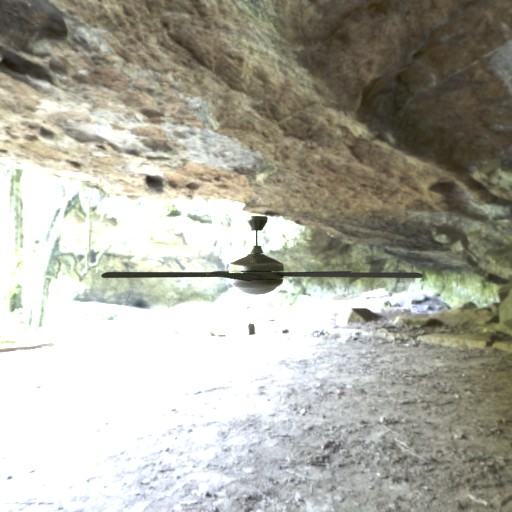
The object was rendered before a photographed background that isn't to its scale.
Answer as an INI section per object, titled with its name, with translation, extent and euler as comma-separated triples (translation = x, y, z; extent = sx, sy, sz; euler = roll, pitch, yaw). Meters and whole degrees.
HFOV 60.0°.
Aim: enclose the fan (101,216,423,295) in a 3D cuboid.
[fan]
translation = 0.000, 0.000, 2.015
extent = 1.321, 0.356, 1.321
euler = 0, -2, -1
